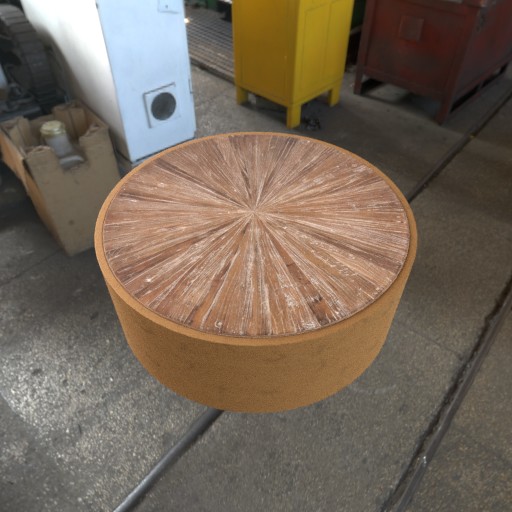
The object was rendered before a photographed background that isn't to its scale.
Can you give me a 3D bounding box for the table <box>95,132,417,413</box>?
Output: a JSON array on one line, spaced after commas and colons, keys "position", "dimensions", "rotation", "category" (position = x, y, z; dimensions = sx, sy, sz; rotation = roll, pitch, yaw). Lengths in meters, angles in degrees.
[{"position": [0.000, 0.000, 1.558], "dimensions": [1.001, 0.409, 1.001], "rotation": [0, 45, 0], "category": "table"}]
